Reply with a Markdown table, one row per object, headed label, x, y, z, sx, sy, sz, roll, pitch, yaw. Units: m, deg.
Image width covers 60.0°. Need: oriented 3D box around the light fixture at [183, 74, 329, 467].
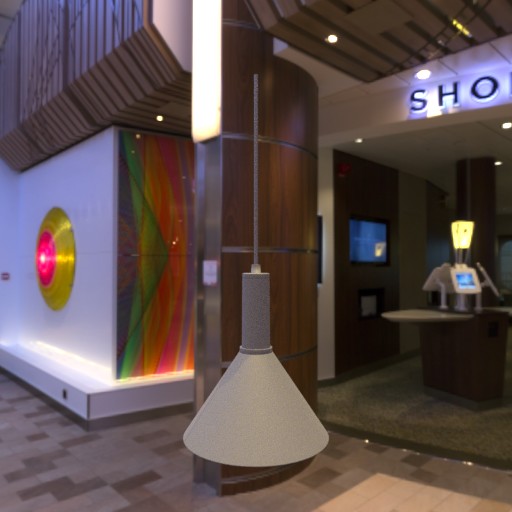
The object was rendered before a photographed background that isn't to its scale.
| label | x | y | z | sx | sy | sz | roll | pitch | yaw |
| --- | --- | --- | --- | --- | --- | --- | --- | --- | --- |
| light fixture | 0.000 | 0.000 | 0.829 | 0.267 | 0.683 | 0.267 | 0 | -1 | 1 |
